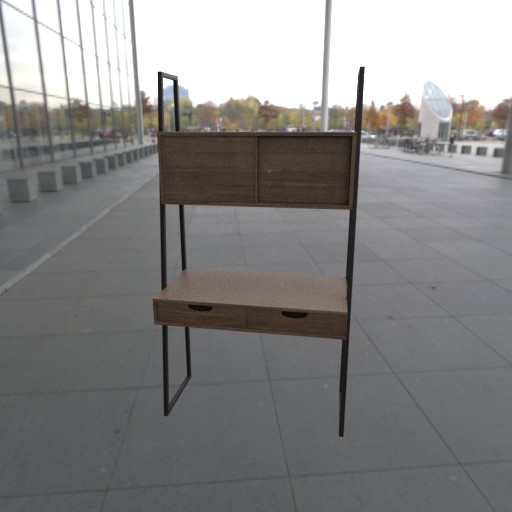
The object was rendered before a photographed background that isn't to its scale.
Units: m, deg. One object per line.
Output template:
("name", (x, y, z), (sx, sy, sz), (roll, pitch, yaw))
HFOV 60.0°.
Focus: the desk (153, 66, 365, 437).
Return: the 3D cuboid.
("desk", (0.000, 0.000, 2.288), (0.982, 1.809, 0.515), (3, 16, 10))
